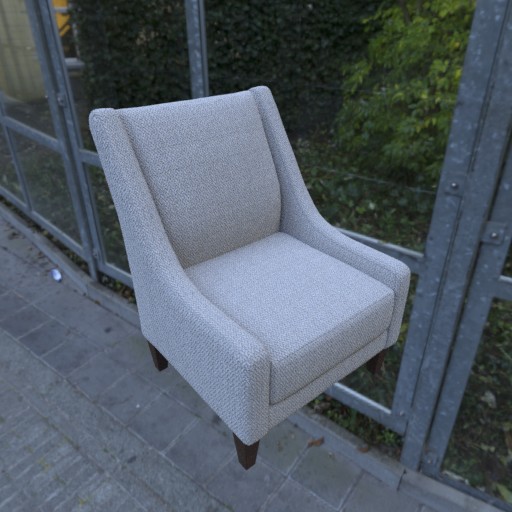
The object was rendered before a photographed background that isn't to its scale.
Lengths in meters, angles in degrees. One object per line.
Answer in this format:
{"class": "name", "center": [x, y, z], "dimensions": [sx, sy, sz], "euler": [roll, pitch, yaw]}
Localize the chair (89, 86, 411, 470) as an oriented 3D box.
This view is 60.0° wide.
{"class": "chair", "center": [0.000, 0.000, 1.625], "dimensions": [0.774, 1.014, 0.870], "euler": [-22, 37, -33]}
